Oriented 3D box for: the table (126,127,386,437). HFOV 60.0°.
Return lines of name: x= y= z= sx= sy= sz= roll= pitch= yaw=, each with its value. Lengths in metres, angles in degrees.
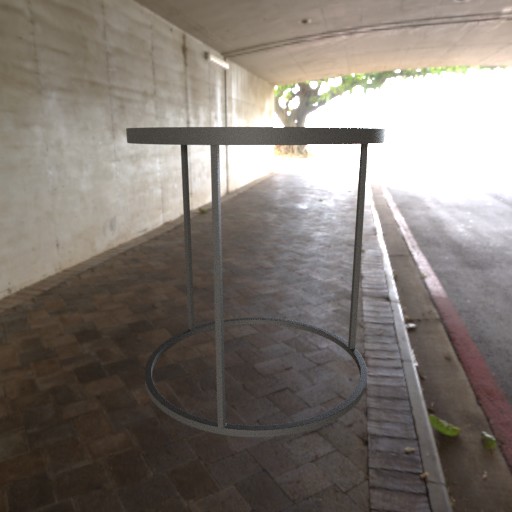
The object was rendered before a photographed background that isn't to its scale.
table: x=0.000 y=0.000 z=0.899 sx=0.470 sy=0.498 sz=0.470 roll=0 pitch=15 yaw=0
